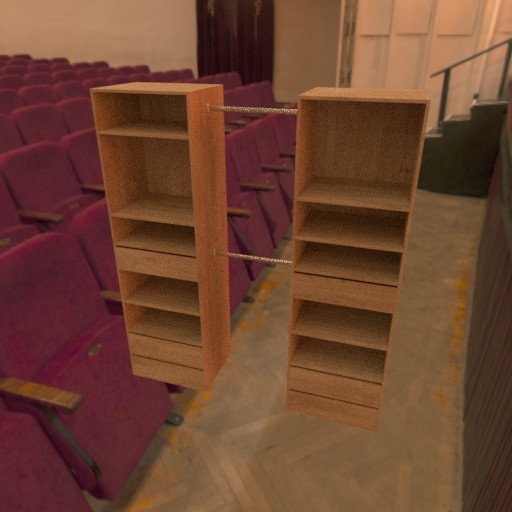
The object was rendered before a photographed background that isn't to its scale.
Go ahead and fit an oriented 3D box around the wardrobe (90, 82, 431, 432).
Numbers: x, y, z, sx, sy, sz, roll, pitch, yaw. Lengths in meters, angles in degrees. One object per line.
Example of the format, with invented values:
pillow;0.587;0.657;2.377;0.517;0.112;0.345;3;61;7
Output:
wardrobe;0.000;0.000;2.832;1.770;2.000;0.480;8;27;16
